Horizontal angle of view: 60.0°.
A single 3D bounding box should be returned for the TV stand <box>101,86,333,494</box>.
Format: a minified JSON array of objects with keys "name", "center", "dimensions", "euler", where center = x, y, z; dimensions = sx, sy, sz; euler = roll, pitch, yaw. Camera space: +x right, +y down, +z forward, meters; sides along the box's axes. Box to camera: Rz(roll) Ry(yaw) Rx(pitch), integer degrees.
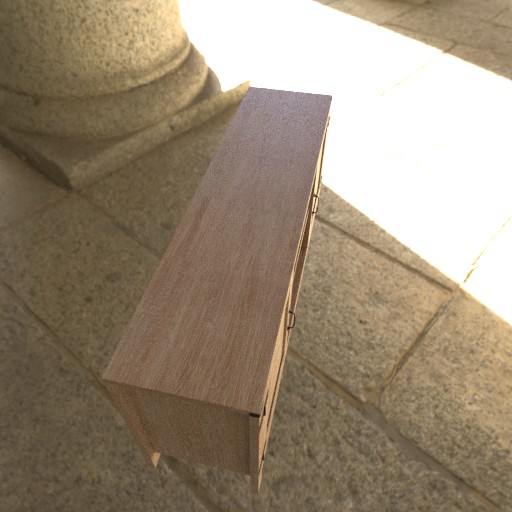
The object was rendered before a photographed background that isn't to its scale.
[{"name":"TV stand","center":[0.000,0.000,1.698],"dimensions":[0.398,0.610,1.466],"euler":[10,48,9]}]
